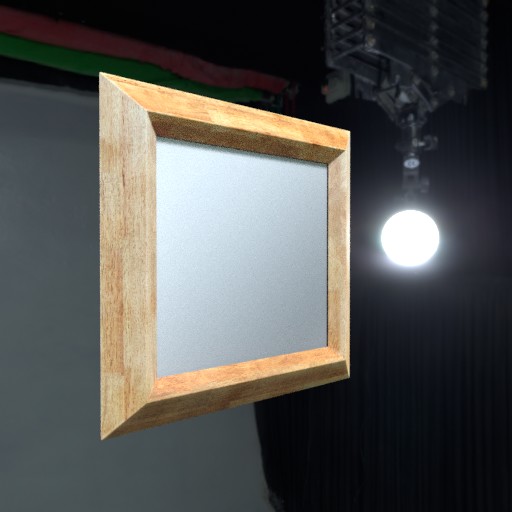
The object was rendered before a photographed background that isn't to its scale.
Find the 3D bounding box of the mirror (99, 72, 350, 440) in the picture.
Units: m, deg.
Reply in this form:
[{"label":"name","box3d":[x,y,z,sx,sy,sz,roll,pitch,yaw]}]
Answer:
[{"label":"mirror","box3d":[0.000,0.000,0.958,0.651,0.651,0.047,-1,1,-37]}]
